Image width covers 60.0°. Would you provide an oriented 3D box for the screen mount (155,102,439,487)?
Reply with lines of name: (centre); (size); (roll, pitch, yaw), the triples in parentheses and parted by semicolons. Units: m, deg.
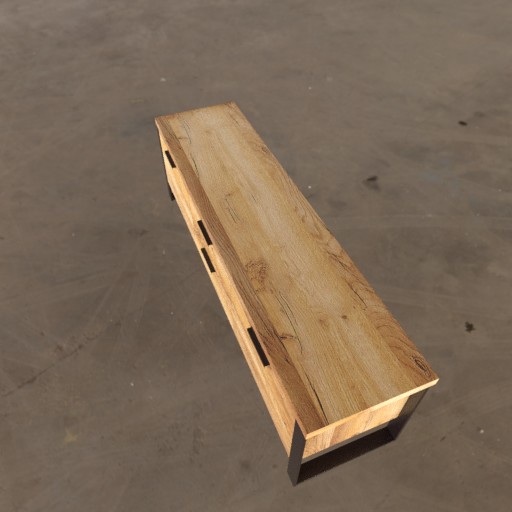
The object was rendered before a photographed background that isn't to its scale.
screen mount: (0.000, 0.000, 1.729); (0.395, 0.450, 1.524); (-17, 50, -15)
